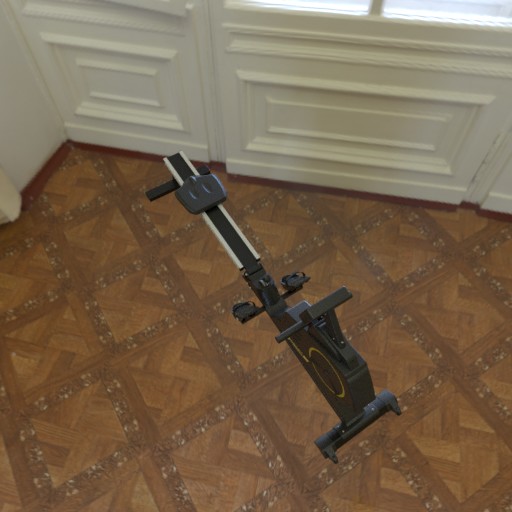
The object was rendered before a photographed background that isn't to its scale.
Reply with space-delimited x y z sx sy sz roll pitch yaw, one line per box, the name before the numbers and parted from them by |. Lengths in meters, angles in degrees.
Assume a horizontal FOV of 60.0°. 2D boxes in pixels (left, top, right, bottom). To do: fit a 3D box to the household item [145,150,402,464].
household item | 0.000 0.000 2.604 0.521 0.810 2.251 -29 62 -17
